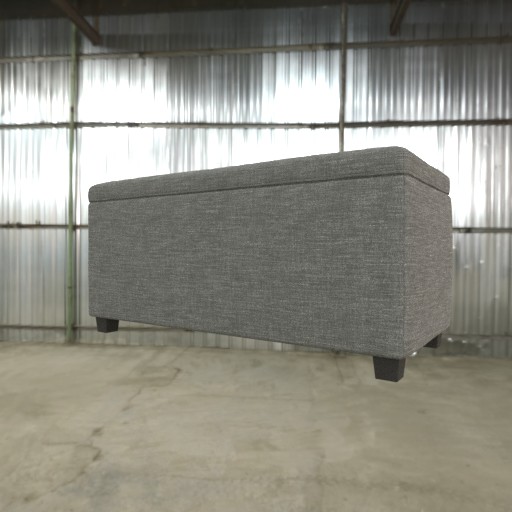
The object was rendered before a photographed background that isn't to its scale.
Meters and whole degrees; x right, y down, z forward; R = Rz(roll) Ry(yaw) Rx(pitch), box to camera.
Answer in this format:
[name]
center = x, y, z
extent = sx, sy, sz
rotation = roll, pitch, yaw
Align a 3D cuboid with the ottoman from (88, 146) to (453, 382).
[ottoman]
center = 0.000, 0.000, 1.161
extent = 0.902, 0.432, 0.419
rotation = 1, 1, 34
